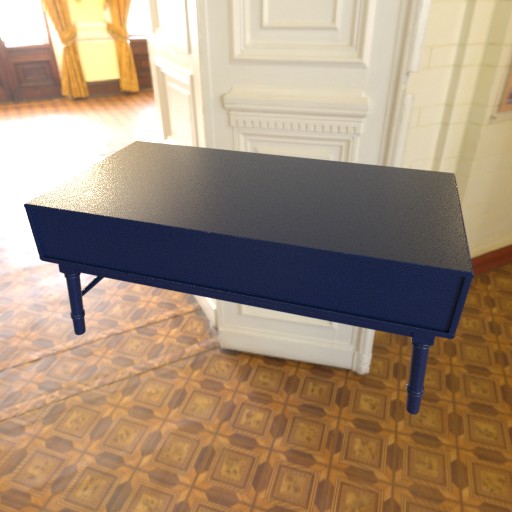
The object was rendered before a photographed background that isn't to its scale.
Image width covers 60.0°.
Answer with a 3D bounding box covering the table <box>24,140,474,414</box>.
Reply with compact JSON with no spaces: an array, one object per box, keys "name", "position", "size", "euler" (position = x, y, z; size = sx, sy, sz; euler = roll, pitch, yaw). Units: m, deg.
[{"name":"table","position":[0.000,0.000,1.345],"size":[1.067,0.457,0.572],"euler":[9,33,15]}]
